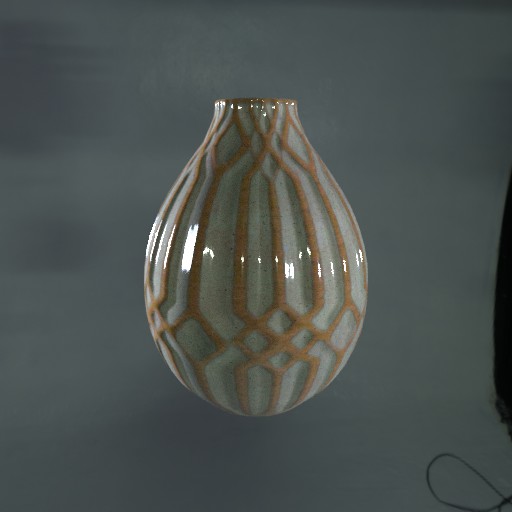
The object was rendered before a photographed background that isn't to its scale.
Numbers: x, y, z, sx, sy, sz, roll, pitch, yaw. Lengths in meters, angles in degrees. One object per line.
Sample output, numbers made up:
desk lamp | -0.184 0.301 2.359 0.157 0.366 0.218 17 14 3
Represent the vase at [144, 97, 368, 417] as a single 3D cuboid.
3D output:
vase | 0.000 0.000 0.263 0.131 0.175 0.131 0 16 0
